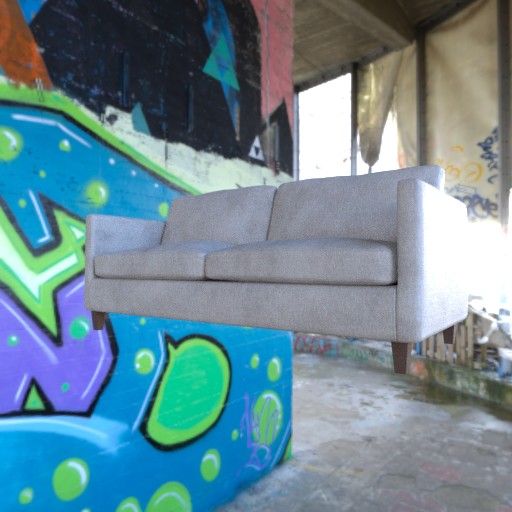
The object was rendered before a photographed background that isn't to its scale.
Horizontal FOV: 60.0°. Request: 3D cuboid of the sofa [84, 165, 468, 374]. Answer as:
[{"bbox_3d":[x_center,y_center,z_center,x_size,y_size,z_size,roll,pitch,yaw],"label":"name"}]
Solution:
[{"bbox_3d":[0.000,0.000,2.686,2.208,0.965,0.951,-1,-1,36],"label":"sofa"}]
